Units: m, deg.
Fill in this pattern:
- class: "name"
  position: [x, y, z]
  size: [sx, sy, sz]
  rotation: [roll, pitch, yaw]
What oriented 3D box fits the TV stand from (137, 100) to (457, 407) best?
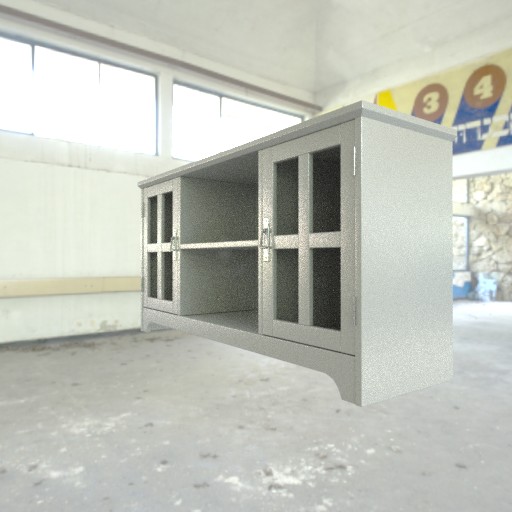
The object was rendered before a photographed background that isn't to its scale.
- class: "TV stand"
  position: [0.000, 0.000, 1.433]
  size: [0.344, 0.603, 1.167]
  rotation: [0, 0, -36]
